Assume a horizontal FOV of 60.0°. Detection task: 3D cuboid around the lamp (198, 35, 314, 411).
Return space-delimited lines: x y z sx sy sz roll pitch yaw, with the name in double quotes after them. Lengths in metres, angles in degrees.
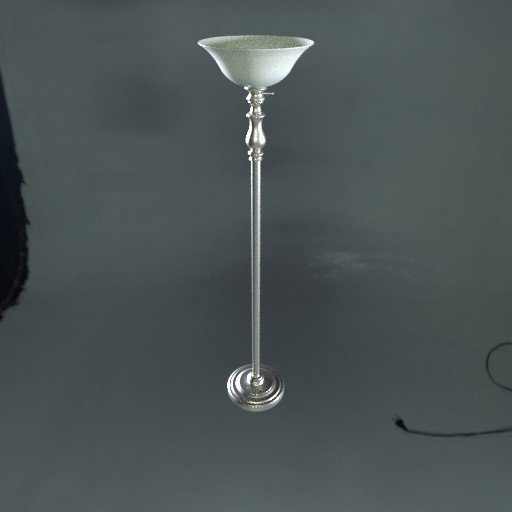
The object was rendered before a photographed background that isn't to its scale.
0.000 0.000 2.021 0.405 1.771 0.405 1 32 1 "lamp"
